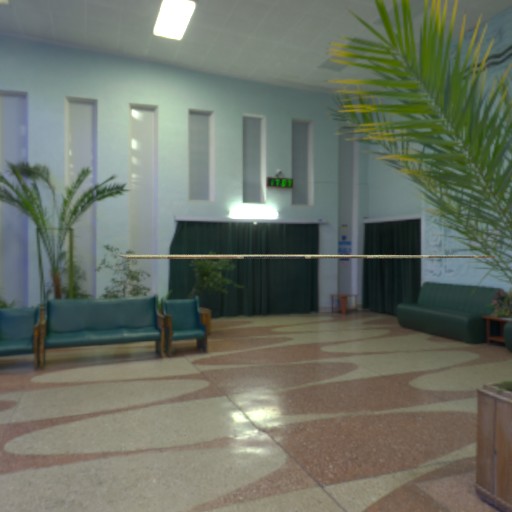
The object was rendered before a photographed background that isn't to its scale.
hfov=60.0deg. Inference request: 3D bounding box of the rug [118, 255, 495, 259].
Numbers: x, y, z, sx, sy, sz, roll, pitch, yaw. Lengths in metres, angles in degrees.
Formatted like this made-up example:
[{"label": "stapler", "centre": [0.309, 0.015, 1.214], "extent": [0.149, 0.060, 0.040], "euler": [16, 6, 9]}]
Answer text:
[{"label": "rug", "centre": [0.000, 0.000, 4.180], "extent": [2.439, 0.013, 3.200], "euler": [0, 0, -18]}]
